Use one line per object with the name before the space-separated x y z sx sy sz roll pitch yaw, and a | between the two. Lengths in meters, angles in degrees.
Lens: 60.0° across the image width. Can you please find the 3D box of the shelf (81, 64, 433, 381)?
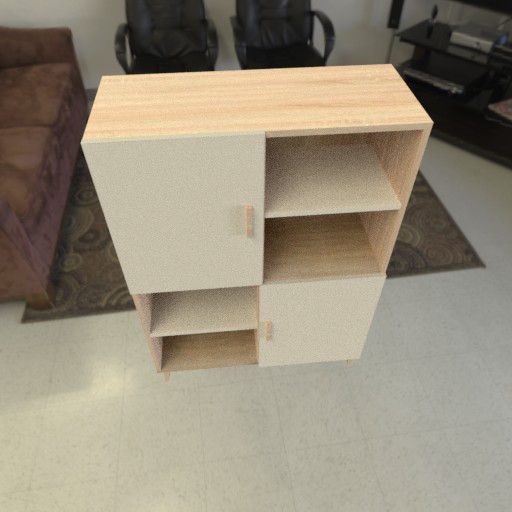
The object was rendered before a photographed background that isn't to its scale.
shelf | 0.000 0.000 1.880 0.995 1.405 0.434 -4 47 -4
